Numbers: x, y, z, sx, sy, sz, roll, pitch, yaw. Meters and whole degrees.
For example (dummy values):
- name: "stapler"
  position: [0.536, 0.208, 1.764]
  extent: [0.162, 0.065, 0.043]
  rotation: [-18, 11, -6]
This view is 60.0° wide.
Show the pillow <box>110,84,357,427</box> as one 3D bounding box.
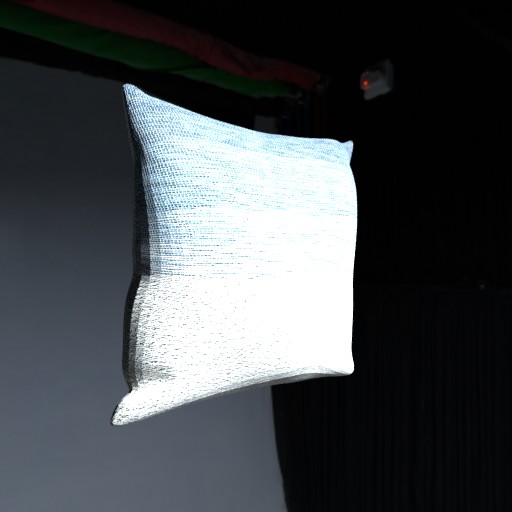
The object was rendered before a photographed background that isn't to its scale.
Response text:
- name: "pillow"
  position: [0.000, 0.000, 0.685]
  extent: [0.440, 0.441, 0.182]
  rotation: [1, -1, -35]
